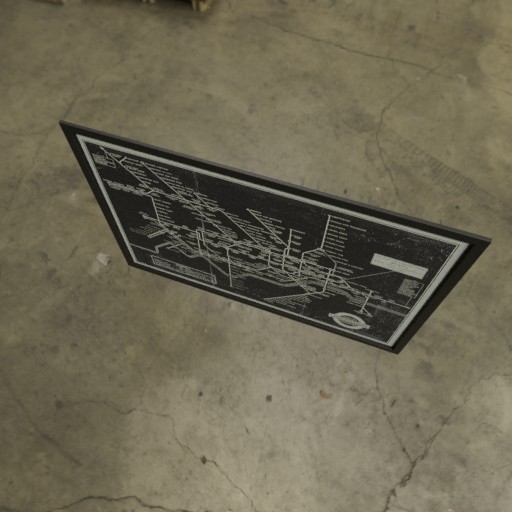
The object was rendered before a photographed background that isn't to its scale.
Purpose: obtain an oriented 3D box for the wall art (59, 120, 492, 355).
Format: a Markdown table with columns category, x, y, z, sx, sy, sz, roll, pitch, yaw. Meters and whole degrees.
| category | x | y | z | sx | sy | sz | roll | pitch | yaw |
| --- | --- | --- | --- | --- | --- | --- | --- | --- | --- |
| wall art | 0.000 | 0.000 | 1.504 | 1.192 | 0.811 | 0.013 | 17 | 60 | 10 |
